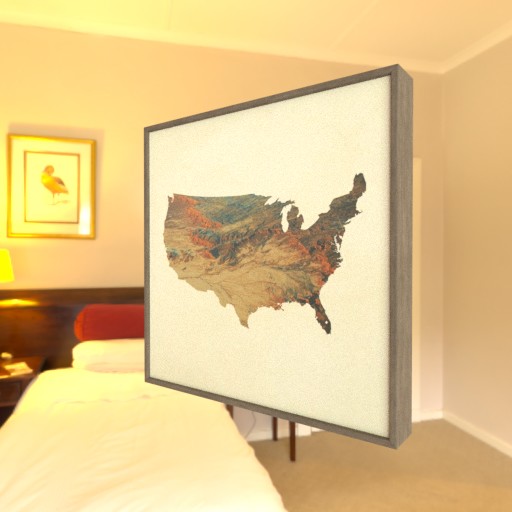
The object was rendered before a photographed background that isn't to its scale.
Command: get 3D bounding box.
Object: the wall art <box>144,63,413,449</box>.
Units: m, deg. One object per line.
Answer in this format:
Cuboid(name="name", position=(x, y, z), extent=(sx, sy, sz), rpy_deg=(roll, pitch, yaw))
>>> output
Cuboid(name="wall art", position=(0.000, 0.000, 0.451), extent=(0.303, 0.302, 0.038), rpy_deg=(1, 1, 36))
